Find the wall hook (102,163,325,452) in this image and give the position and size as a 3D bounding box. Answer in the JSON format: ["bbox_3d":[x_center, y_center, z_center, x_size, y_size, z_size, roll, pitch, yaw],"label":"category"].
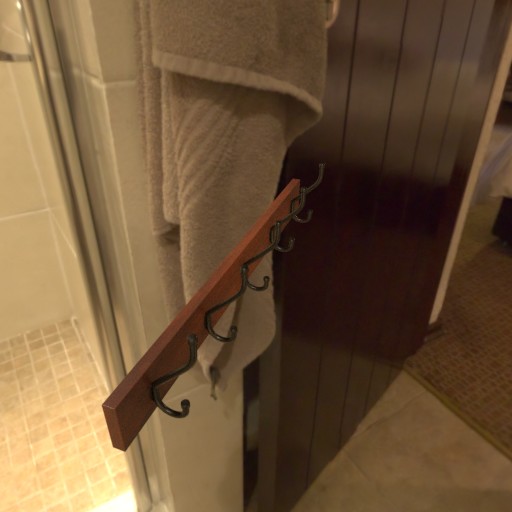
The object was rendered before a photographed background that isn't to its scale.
[{"bbox_3d":[0.000,0.000,0.607,0.071,0.117,0.571,11,33,18],"label":"wall hook"}]
